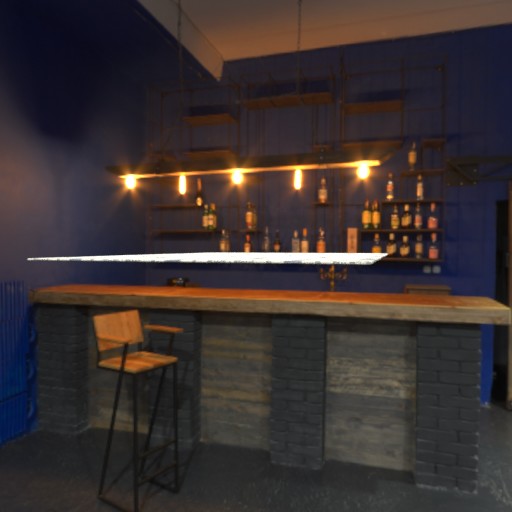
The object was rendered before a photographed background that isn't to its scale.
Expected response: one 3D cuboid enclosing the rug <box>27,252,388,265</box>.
[{"bbox_3d":[0.000,0.000,3.020,1.676,0.013,2.261,0,1,18],"label":"rug"}]
